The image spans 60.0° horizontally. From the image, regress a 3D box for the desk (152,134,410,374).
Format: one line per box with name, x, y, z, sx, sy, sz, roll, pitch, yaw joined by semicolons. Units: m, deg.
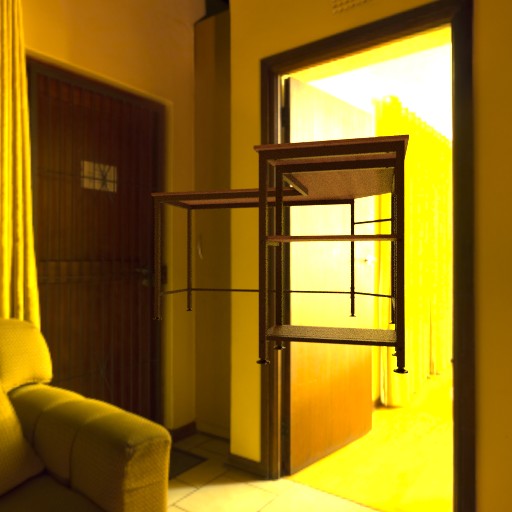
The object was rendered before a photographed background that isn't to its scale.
desk;0.000;0.000;2.213;1.379;0.739;1.379;0;0;16
